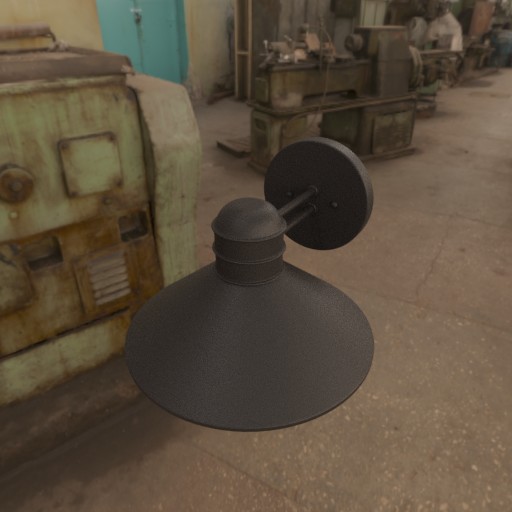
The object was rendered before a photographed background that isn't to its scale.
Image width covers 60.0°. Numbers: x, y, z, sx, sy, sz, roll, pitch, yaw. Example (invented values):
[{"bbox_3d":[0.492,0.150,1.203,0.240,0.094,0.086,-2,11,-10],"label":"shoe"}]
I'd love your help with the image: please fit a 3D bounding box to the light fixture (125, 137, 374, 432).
[{"bbox_3d":[0.000,0.000,0.676,0.396,0.265,0.434,18,34,28],"label":"light fixture"}]
